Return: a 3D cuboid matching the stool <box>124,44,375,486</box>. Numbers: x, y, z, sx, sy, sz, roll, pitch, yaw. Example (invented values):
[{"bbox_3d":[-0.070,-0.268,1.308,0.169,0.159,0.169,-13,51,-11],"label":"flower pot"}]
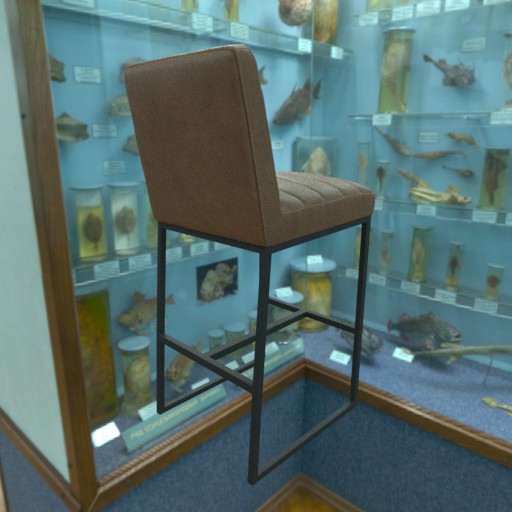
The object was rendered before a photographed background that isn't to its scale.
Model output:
[{"bbox_3d":[0.000,0.000,1.299,0.458,1.040,0.556,15,21,43],"label":"stool"}]
